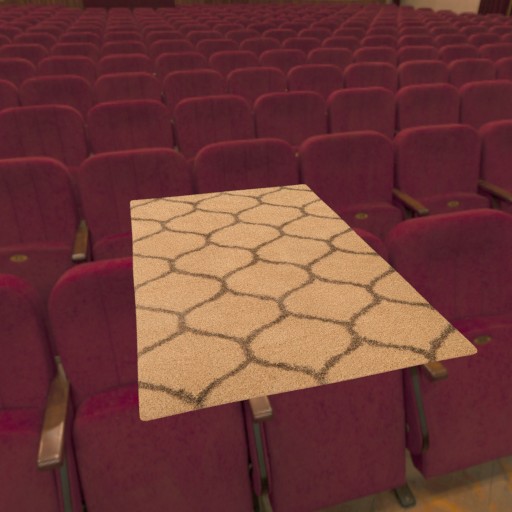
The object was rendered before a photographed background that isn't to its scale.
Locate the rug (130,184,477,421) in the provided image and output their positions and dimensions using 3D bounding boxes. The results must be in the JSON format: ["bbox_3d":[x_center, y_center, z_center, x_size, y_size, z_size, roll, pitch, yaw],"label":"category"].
[{"bbox_3d":[0.000,0.000,3.346,1.801,0.026,2.701,-7,30,-13],"label":"rug"}]
